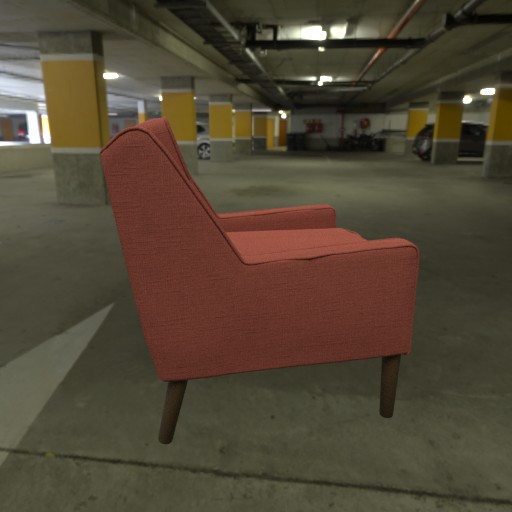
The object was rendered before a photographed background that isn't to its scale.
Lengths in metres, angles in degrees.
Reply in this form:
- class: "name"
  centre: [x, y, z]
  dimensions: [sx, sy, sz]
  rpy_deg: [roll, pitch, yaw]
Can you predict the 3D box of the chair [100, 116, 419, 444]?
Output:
- class: "chair"
  centre: [0.000, 0.000, 1.366]
  dimensions: [0.770, 0.812, 0.680]
  rpy_deg: [-3, 16, -10]
